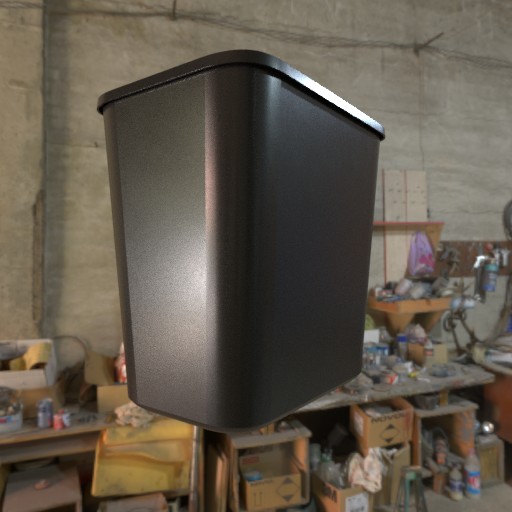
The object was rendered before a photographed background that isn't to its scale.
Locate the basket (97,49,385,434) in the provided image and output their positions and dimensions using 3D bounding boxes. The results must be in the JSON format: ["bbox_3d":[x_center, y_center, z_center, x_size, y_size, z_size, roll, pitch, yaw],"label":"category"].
[{"bbox_3d":[0.000,0.000,0.496,0.211,0.307,0.300,0,0,36],"label":"basket"}]
